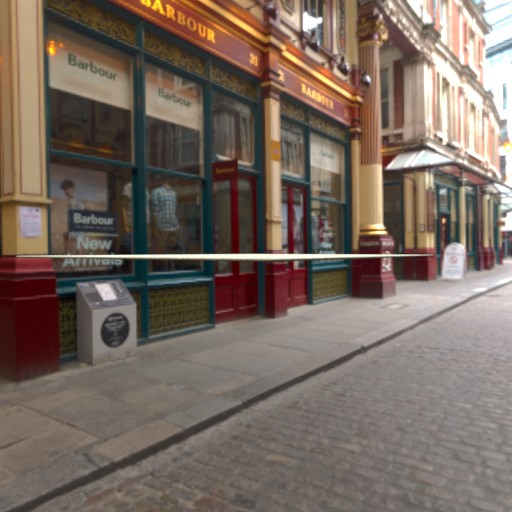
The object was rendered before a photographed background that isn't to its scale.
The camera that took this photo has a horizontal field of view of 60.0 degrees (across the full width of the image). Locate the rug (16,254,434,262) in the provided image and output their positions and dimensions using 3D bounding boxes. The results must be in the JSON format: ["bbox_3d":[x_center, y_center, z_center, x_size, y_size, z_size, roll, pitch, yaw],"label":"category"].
[{"bbox_3d":[0.000,0.000,4.158,2.452,0.016,3.204,0,1,35],"label":"rug"}]
